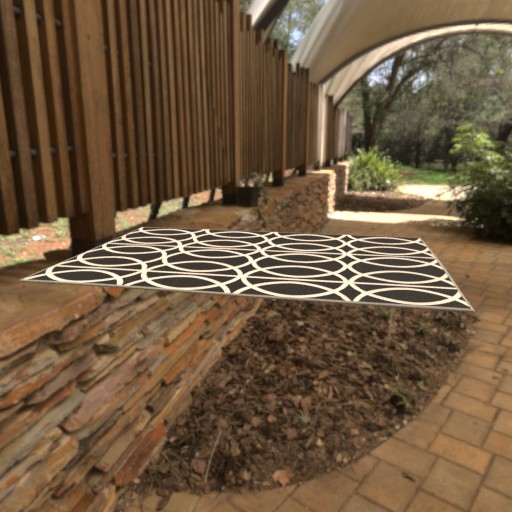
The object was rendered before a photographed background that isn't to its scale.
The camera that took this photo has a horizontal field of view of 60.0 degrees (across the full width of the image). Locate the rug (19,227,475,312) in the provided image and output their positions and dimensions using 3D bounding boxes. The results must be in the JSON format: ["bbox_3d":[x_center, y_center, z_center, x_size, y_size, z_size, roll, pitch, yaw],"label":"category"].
[{"bbox_3d":[0.000,0.000,2.885,2.294,0.014,1.528,3,15,11],"label":"rug"}]
